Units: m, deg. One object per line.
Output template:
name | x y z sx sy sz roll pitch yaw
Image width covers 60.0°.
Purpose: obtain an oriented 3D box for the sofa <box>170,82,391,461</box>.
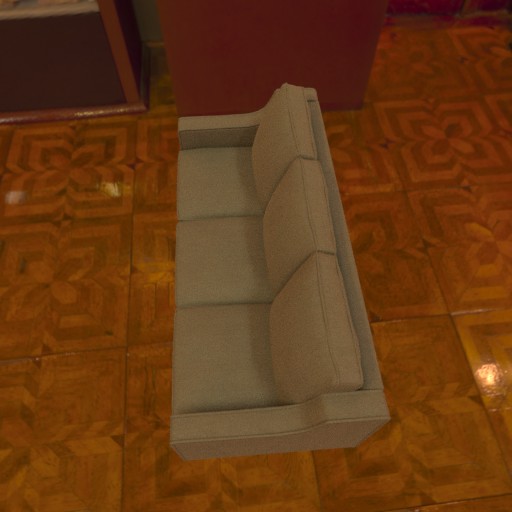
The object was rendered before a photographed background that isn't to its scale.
sofa | 0.000 0.000 2.507 0.911 0.974 1.986 -4 58 -2
